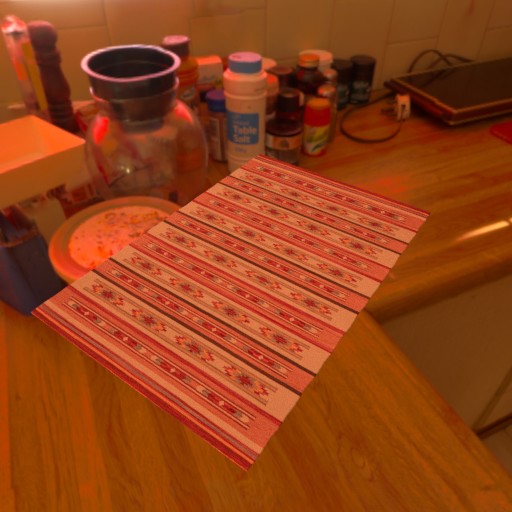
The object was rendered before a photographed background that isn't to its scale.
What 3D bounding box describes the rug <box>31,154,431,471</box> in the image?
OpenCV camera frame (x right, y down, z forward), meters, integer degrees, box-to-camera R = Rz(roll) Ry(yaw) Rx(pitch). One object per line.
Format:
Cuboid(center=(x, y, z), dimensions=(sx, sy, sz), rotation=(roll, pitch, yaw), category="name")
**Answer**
Cuboid(center=(0.000, 0.000, 2.300), dimensions=(1.223, 0.008, 1.817), rotation=(25, 47, 26), category="rug")
